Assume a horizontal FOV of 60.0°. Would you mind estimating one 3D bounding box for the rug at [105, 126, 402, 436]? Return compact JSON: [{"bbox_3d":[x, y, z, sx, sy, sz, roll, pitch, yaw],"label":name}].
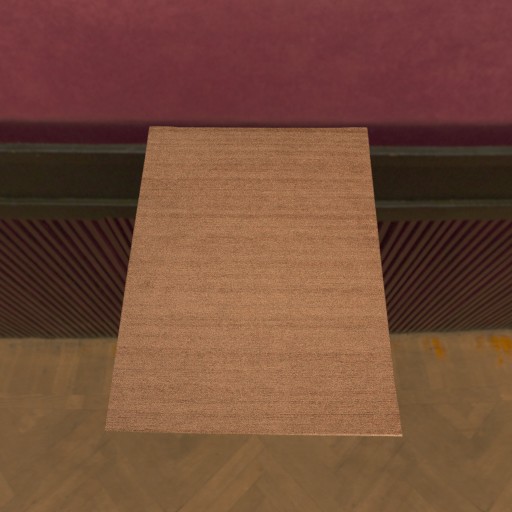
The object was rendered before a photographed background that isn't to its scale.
[{"bbox_3d":[0.000,0.000,5.042,2.873,0.053,3.778,1,65,0],"label":"rug"}]
